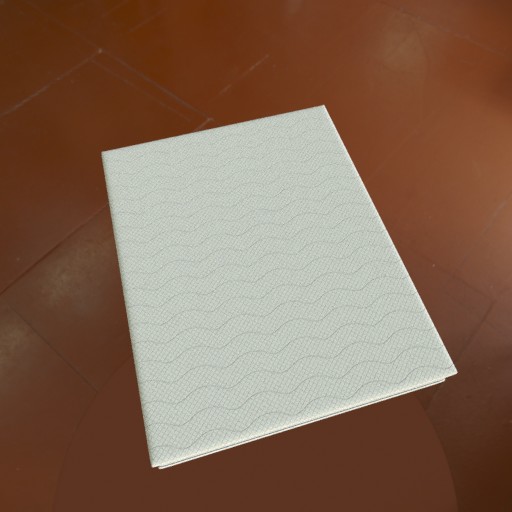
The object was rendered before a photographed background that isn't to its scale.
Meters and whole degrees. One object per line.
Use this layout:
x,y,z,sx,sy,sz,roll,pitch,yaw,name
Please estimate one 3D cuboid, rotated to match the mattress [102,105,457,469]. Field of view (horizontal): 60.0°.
0.000,0.000,2.728,1.600,0.230,2.000,-14,63,-7,mattress
